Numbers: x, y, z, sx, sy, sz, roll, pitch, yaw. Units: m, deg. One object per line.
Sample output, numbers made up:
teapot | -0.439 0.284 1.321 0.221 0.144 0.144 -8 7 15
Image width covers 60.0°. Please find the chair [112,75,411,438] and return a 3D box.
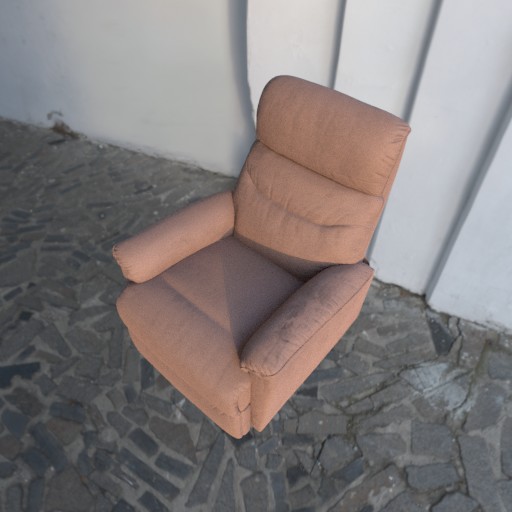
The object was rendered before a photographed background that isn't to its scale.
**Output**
chair | 0.000 0.000 1.751 0.820 1.037 1.004 33 55 27
